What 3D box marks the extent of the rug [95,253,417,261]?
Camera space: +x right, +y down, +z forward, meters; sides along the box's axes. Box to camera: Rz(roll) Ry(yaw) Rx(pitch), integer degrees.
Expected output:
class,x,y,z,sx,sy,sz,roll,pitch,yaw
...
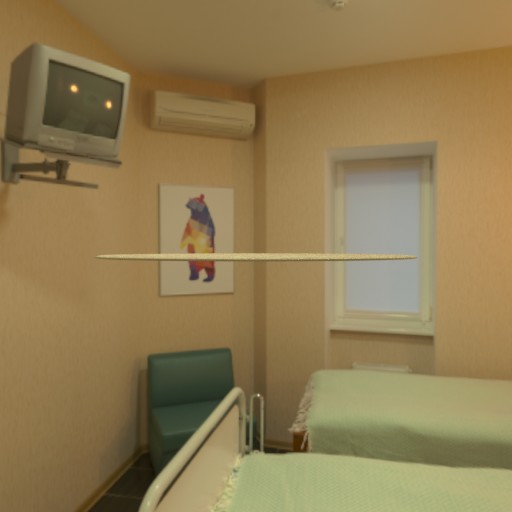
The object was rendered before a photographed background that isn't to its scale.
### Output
class,x,y,z,sx,sy,sz,roll,pitch,yaw
rug,0.000,0.000,2.331,1.593,0.012,1.593,0,1,0
